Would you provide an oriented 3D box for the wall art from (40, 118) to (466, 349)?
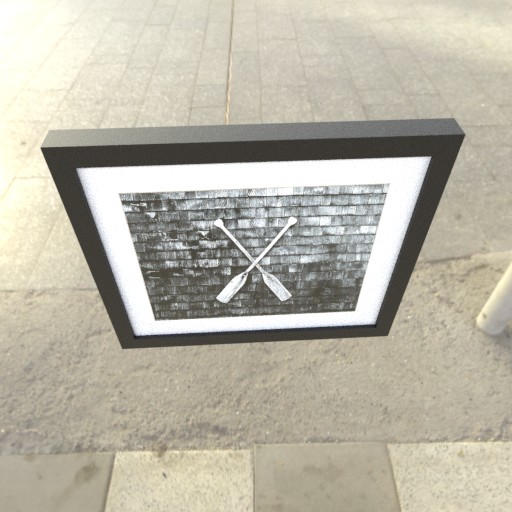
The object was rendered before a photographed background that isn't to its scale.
[{"bbox_3d":[0.000,0.000,0.526,0.381,0.330,0.029,-2,46,-2],"label":"wall art"}]
